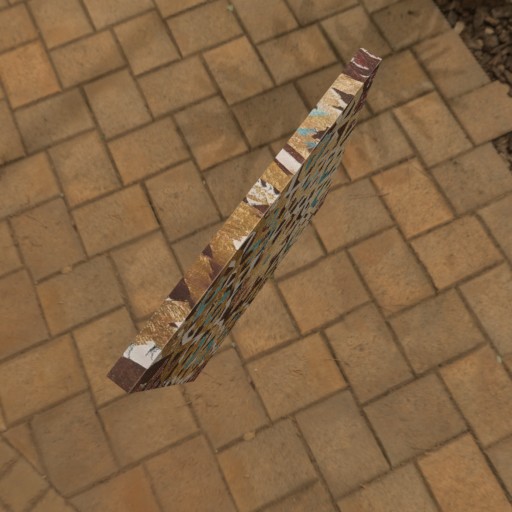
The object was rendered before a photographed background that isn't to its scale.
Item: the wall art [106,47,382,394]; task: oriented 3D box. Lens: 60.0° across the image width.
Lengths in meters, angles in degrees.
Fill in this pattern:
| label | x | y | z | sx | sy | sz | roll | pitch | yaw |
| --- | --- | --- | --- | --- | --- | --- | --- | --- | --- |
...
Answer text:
| label | x | y | z | sx | sy | sz | roll | pitch | yaw |
| --- | --- | --- | --- | --- | --- | --- | --- | --- | --- |
| wall art | 0.000 | 0.000 | 0.923 | 0.041 | 0.613 | 0.609 | 35 | 78 | 8 |
